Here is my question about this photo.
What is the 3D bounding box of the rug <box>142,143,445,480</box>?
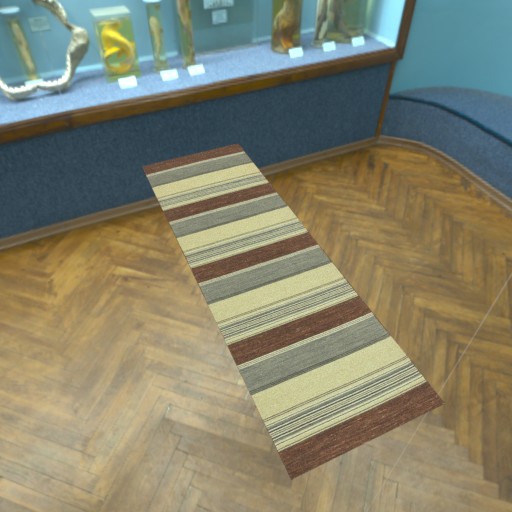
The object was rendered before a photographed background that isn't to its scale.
[{"bbox_3d":[0.000,0.000,2.688,0.792,0.006,2.437,-18,48,-17],"label":"rug"}]
